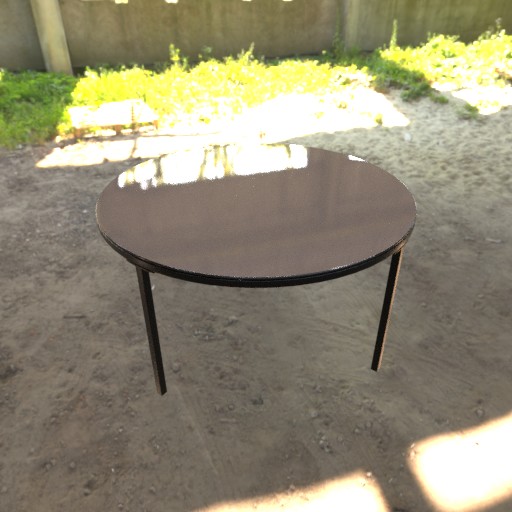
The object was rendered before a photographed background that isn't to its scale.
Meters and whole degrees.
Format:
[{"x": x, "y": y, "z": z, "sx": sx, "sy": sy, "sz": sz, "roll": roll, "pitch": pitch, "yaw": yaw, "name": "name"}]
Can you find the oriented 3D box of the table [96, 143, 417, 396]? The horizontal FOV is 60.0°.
[{"x": 0.000, "y": 0.000, "z": 1.256, "sx": 0.800, "sy": 0.400, "sz": 0.800, "roll": 0, "pitch": 32, "yaw": 0, "name": "table"}]
